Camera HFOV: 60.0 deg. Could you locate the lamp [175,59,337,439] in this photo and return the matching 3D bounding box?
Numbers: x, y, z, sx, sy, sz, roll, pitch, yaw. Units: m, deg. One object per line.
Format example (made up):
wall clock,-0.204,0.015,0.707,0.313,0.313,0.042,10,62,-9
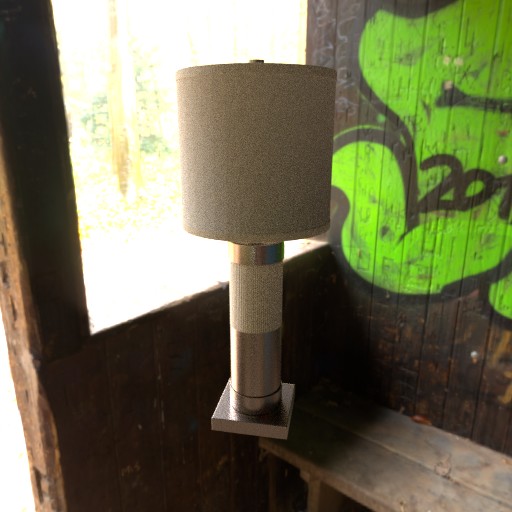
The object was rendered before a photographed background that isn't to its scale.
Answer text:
lamp,0.000,0.000,0.625,0.202,0.509,0.202,3,16,10
